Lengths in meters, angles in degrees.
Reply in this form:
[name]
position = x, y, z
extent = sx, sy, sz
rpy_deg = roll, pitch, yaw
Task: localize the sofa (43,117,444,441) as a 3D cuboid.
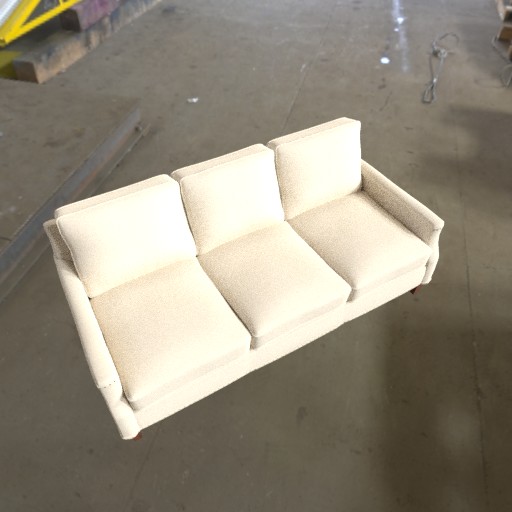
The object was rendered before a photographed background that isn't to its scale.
[sofa]
position = 0.000, 0.000, 2.790
extent = 2.246, 1.003, 1.084
rpy_deg = -23, 50, -20
